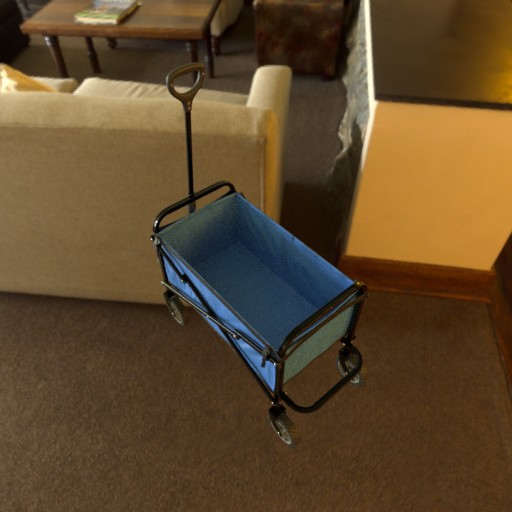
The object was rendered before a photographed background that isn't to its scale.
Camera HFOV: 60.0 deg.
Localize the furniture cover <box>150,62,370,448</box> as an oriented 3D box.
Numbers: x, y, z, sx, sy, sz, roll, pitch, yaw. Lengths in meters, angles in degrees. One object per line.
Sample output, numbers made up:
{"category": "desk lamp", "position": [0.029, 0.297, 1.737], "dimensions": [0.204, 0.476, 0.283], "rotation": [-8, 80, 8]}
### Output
{"category": "furniture cover", "position": [0.000, 0.000, 1.787], "dimensions": [0.532, 1.295, 1.038], "rotation": [-32, 54, -26]}
